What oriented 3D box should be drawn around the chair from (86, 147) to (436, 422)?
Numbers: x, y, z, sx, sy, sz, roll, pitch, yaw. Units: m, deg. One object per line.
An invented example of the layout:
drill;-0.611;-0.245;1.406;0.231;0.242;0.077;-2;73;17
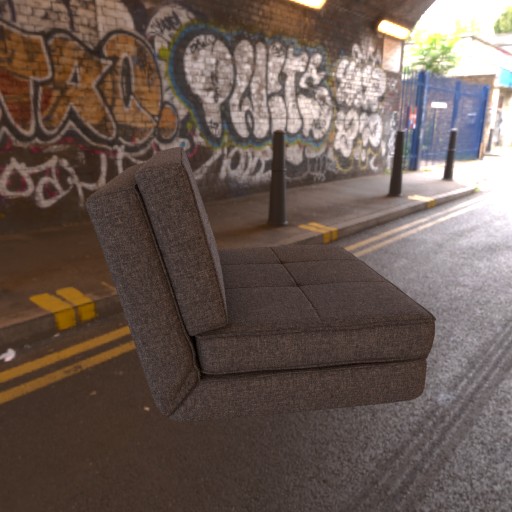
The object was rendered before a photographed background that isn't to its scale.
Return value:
chair;0.000;0.000;1.334;0.800;0.615;0.740;-3;16;-9
